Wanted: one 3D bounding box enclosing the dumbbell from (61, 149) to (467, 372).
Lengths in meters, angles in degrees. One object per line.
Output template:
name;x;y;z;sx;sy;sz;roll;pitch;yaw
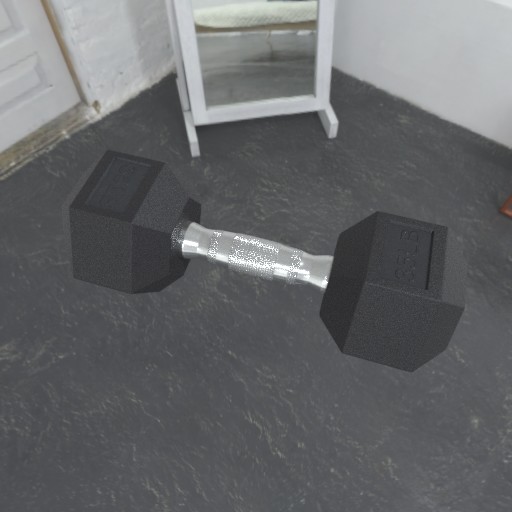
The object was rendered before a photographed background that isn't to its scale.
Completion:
dumbbell;0.000;0.000;0.418;0.356;0.123;0.141;14;59;9
